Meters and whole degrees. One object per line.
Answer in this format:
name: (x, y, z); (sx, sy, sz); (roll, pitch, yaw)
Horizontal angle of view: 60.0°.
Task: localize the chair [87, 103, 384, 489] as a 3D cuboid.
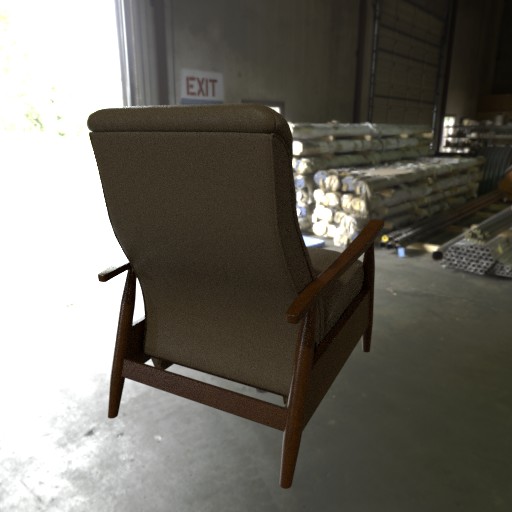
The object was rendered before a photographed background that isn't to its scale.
chair: (0.000, 0.000, 1.731); (0.762, 1.082, 1.014); (8, 18, 27)
